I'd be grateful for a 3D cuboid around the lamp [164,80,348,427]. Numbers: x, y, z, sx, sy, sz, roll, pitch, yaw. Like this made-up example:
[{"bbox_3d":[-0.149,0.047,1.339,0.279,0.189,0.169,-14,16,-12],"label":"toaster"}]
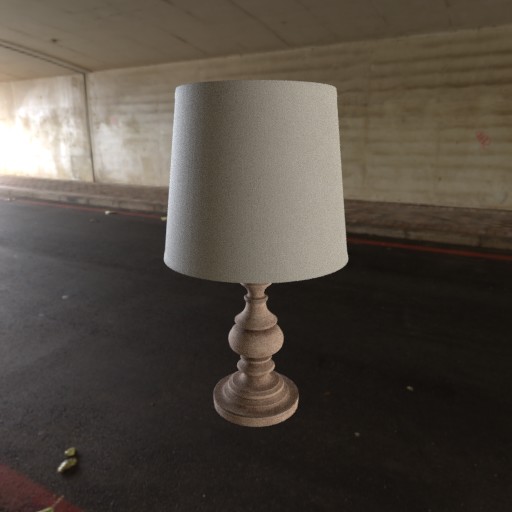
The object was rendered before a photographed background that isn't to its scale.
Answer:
[{"bbox_3d":[0.000,0.000,0.670,0.273,0.497,0.273,0,15,0],"label":"lamp"}]
